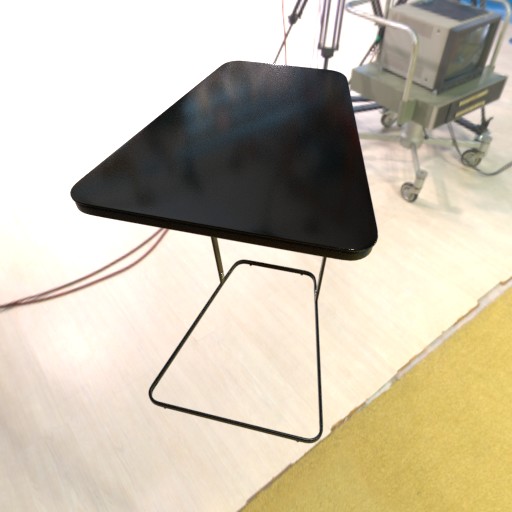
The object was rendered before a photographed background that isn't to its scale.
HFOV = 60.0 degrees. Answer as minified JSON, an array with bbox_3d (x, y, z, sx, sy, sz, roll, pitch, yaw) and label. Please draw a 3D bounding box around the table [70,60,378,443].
[{"bbox_3d":[0.000,0.000,0.964,0.427,0.624,0.500,10,47,10],"label":"table"}]
